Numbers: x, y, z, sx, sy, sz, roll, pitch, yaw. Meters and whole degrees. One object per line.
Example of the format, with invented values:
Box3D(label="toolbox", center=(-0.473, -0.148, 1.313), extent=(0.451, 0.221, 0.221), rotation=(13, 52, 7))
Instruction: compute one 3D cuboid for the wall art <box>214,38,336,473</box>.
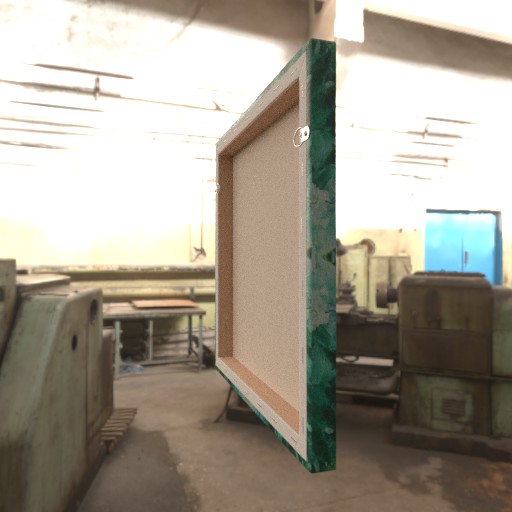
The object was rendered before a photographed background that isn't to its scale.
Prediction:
Box3D(label="wall art", center=(0.000, 0.000, 0.757), extent=(0.038, 0.508, 0.507), rotation=(0, 0, -18))
